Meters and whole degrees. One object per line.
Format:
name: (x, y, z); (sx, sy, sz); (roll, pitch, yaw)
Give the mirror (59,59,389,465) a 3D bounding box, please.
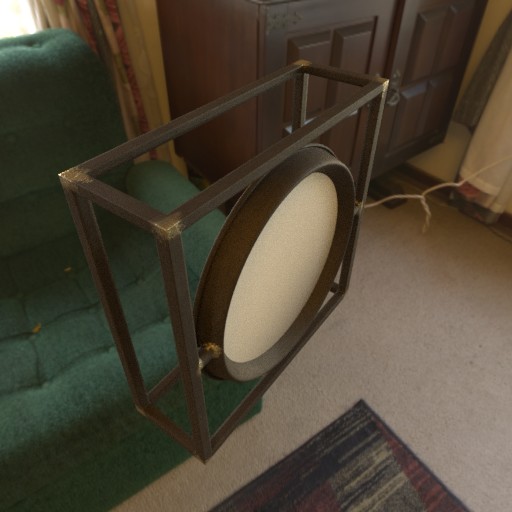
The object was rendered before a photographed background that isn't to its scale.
mirror: (0.000, 0.000, 0.469); (0.107, 0.303, 0.306); (26, 47, 27)
